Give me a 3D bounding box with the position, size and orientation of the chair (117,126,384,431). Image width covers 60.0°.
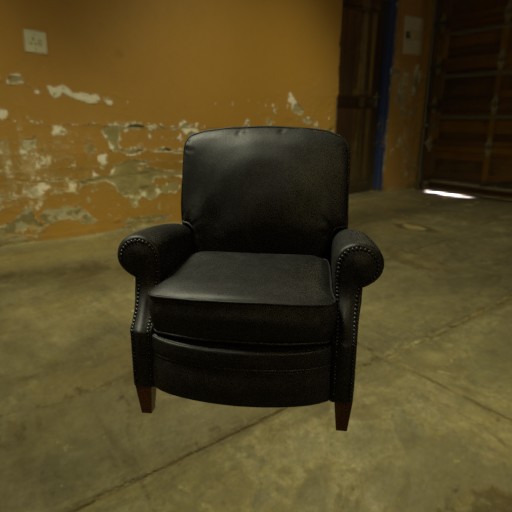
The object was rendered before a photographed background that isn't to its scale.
[{"bbox_3d":[0.000,0.000,1.800,0.936,1.018,0.986,2,16,8],"label":"chair"}]
